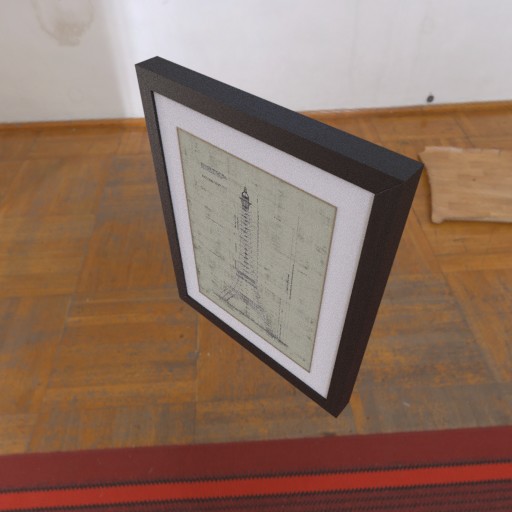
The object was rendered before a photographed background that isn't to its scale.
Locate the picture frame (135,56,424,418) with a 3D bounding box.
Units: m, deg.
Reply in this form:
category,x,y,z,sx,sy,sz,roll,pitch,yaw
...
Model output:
category,x,y,z,sx,sy,sz,roll,pitch,yaw
picture frame,0.000,0.000,0.774,0.452,0.555,0.044,32,53,28
